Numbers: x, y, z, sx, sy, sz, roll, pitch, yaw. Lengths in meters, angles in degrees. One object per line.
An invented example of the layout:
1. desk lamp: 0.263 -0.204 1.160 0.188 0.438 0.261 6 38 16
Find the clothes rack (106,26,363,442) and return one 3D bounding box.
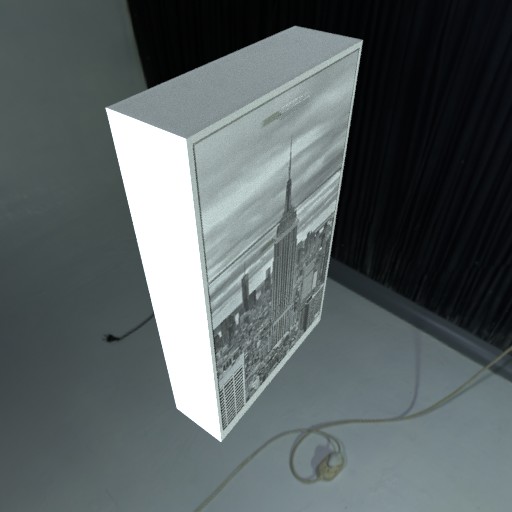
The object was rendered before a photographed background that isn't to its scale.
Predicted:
1. clothes rack: 0.000 0.000 1.553 0.250 1.280 0.750 27 49 26
